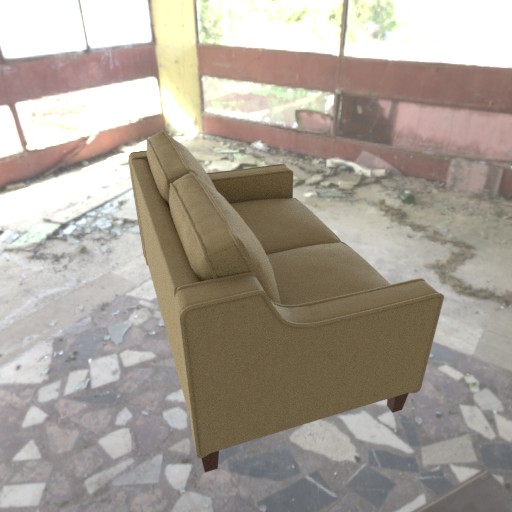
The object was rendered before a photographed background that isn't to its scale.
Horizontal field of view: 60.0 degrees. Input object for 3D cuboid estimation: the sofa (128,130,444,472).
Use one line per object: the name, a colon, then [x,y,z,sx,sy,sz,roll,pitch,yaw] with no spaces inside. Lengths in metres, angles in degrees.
sofa: [0.000,0.000,2.167,0.987,0.971,1.501,-10,32,-17]
